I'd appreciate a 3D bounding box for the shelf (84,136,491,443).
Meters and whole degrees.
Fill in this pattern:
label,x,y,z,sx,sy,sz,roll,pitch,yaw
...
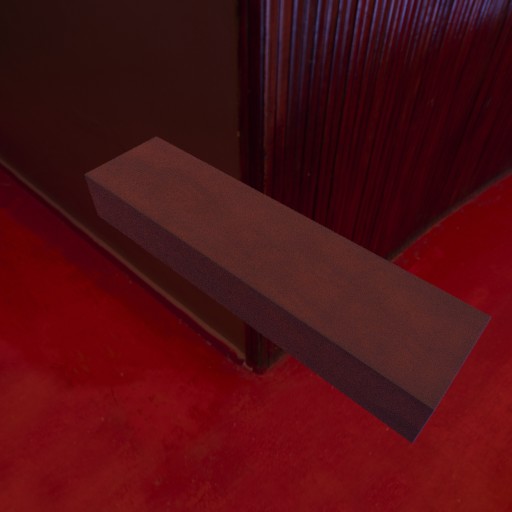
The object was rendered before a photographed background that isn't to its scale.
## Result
label,x,y,z,sx,sy,sz,roll,pitch,yaw
shelf,0.000,0.000,0.654,0.607,0.088,0.152,32,54,27
